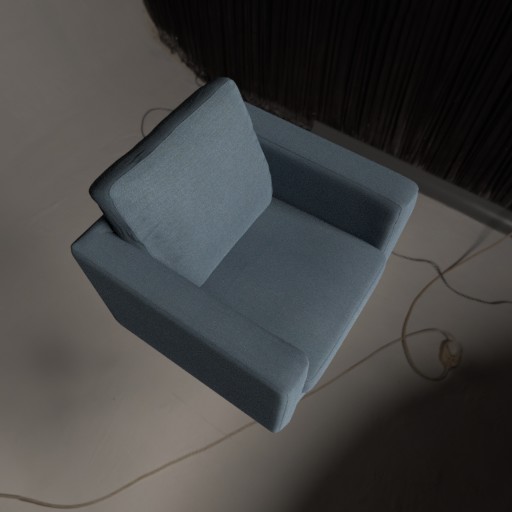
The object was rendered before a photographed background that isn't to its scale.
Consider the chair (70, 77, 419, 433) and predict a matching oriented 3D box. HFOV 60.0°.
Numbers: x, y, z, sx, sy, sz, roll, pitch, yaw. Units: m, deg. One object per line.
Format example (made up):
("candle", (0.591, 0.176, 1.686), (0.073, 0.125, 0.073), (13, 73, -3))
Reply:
("chair", (0.000, 0.000, 1.597), (0.820, 0.922, 0.855), (30, 63, 17))
